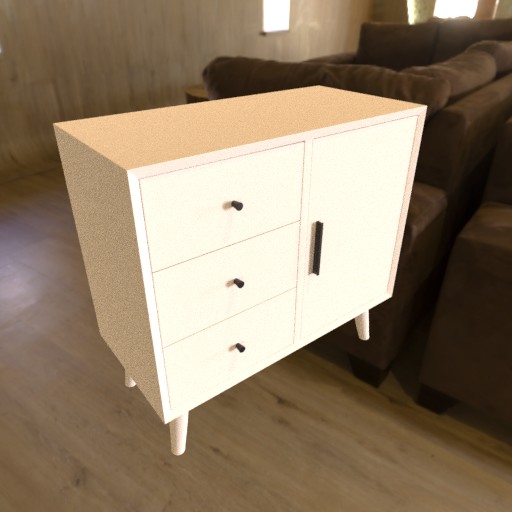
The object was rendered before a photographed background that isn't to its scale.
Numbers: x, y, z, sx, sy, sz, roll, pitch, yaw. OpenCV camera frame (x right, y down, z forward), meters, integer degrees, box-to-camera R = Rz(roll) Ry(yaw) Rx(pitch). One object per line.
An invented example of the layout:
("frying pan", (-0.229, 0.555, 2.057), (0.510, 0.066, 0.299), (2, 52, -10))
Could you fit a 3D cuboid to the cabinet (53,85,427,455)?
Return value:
("cabinet", (0.000, 0.000, 1.221), (0.800, 0.761, 0.398), (-21, 36, -32))
